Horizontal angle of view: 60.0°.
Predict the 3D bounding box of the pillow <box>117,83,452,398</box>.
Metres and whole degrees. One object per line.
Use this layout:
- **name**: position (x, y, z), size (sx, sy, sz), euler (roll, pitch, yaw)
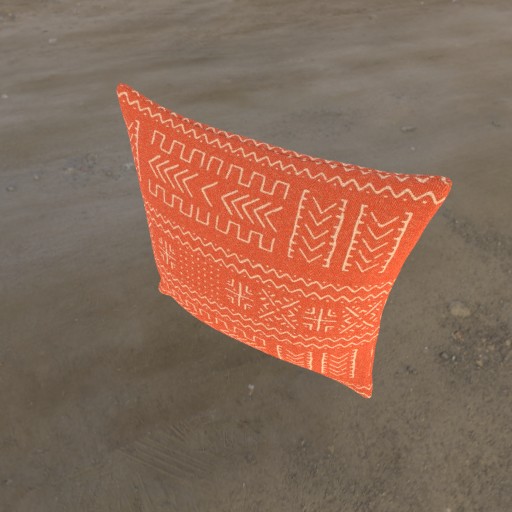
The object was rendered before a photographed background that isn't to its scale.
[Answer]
- **pillow**: position (0.000, 0.000, 0.651), size (0.438, 0.429, 0.164), euler (23, 50, 21)
